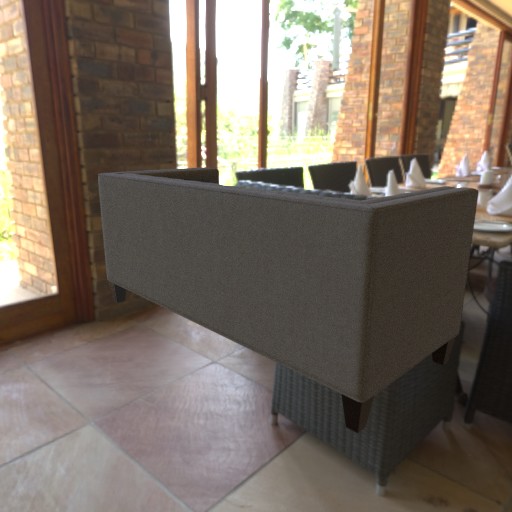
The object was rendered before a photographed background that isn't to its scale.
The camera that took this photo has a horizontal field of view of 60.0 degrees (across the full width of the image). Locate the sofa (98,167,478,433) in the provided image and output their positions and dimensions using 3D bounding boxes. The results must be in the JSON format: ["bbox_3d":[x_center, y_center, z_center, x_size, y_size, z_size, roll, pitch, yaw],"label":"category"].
[{"bbox_3d":[0.000,0.000,2.224,0.775,0.762,1.778,-14,21,-42],"label":"sofa"}]
